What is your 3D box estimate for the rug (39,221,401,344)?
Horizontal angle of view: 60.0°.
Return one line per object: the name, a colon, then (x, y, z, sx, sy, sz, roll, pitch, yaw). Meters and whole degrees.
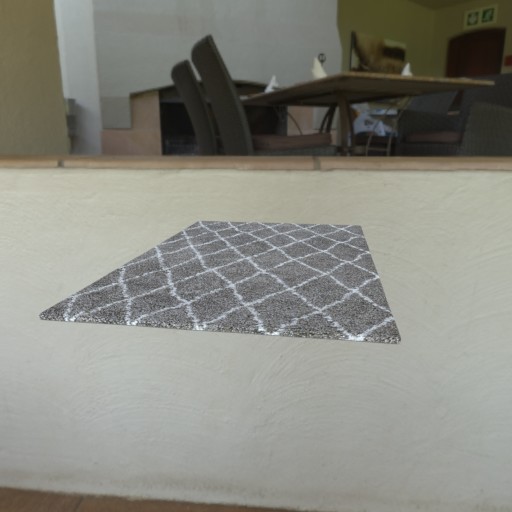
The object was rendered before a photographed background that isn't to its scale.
rug: (0.000, 0.000, 2.967, 1.524, 0.030, 2.438, 2, 14, 9)
